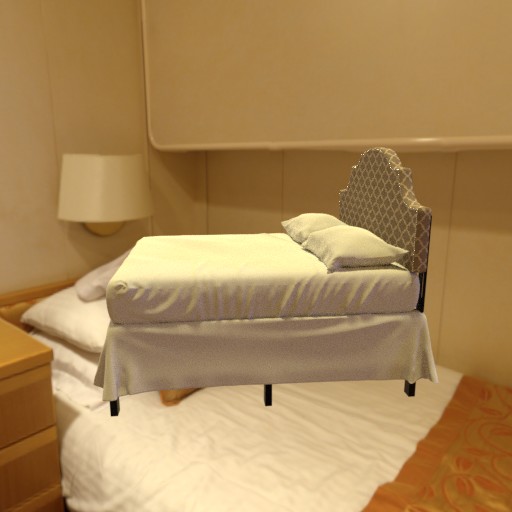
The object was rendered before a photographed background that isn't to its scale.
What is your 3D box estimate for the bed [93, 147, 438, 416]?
[{"bbox_3d":[0.000,0.000,3.420,2.222,1.633,1.780,-2,13,-7],"label":"bed"}]
